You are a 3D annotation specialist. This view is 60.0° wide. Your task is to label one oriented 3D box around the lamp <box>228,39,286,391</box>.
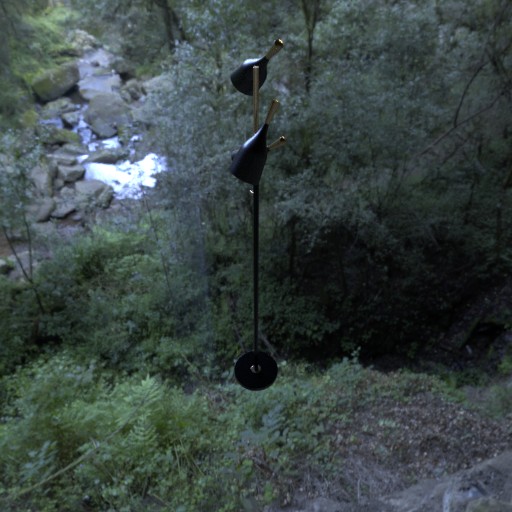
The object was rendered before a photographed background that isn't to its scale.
[{"bbox_3d":[0.000,0.000,1.959,0.253,1.778,0.434,0,42,0],"label":"lamp"}]
